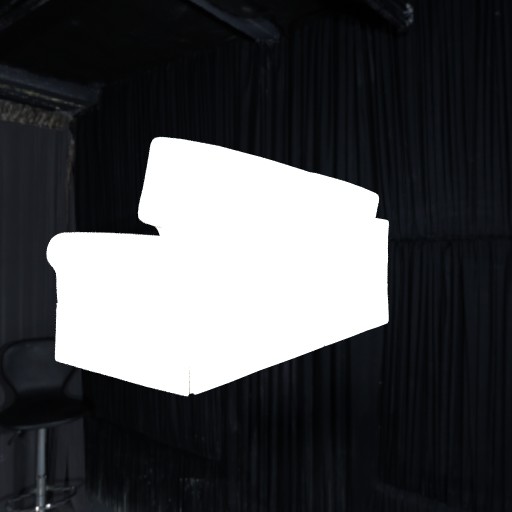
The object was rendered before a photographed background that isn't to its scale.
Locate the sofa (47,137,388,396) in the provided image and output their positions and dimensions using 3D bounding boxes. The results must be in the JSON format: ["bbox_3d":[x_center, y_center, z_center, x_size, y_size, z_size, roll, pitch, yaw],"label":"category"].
[{"bbox_3d":[0.000,0.000,2.512,0.862,0.937,2.021,0,1,36],"label":"sofa"}]
